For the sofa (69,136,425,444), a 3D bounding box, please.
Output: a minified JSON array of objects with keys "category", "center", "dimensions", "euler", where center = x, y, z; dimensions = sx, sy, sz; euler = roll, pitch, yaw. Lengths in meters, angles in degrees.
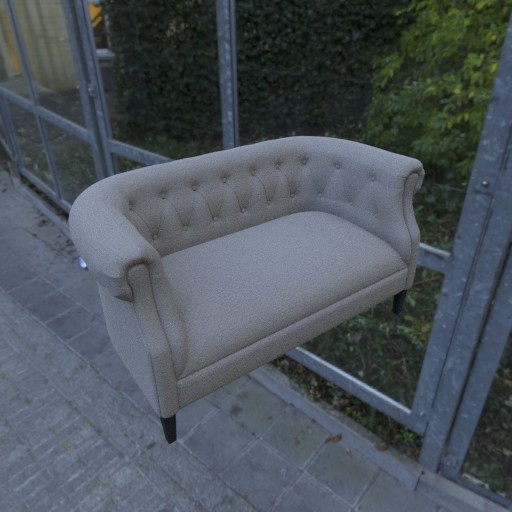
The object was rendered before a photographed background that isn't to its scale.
[{"category":"sofa","center":[0.000,0.000,2.090],"dimensions":[1.558,0.827,0.835],"euler":[-21,37,-30]}]
